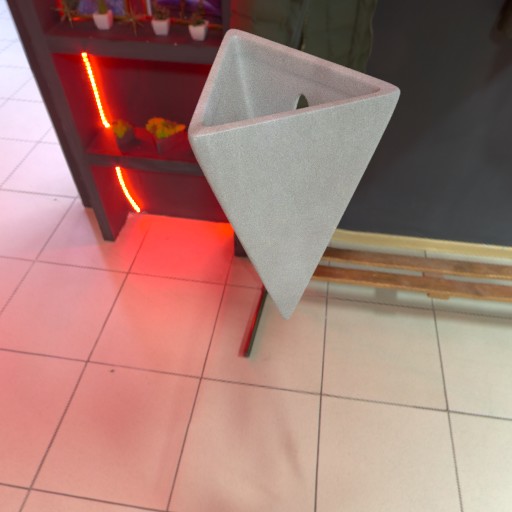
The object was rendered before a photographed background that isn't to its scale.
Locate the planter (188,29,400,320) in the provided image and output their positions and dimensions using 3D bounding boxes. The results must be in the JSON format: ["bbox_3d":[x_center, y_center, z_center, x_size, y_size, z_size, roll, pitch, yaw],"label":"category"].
[{"bbox_3d":[0.000,0.000,0.160,0.058,0.130,0.047,33,56,26],"label":"planter"}]
